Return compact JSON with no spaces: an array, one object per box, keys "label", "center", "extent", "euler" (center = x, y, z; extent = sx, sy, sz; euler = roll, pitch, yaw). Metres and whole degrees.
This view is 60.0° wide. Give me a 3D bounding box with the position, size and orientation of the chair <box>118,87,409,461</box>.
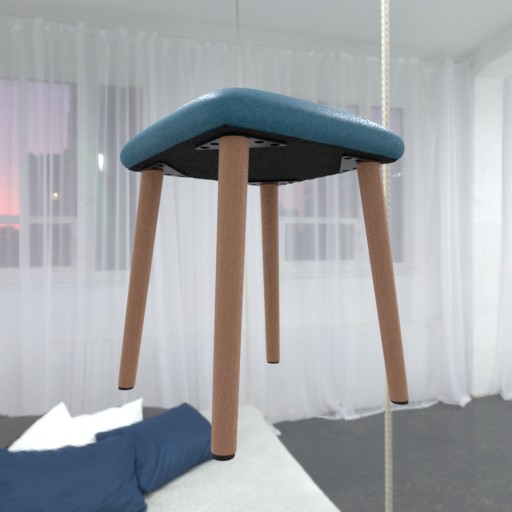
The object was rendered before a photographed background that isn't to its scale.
[{"label":"chair","center":[0.000,0.000,0.719],"extent":[0.360,0.450,0.360],"euler":[0,0,-36]}]
